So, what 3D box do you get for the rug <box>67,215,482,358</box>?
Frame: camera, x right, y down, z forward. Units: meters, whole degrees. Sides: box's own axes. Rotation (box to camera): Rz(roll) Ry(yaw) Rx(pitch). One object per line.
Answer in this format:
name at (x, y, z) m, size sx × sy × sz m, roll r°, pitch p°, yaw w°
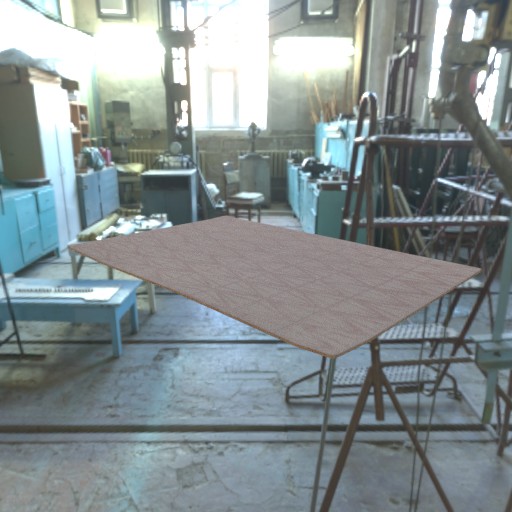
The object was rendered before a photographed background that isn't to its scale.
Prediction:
rug at (0.000, 0.000, 2.311) m, size 1.837 × 0.025 × 1.230 m, roll 16°, pitch 22°, yaw 42°
